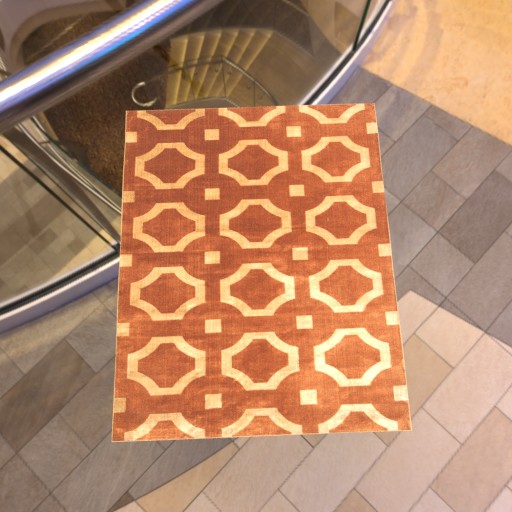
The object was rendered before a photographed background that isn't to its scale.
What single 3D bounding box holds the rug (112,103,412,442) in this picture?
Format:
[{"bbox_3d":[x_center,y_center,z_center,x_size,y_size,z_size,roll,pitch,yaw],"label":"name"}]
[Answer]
[{"bbox_3d":[0.000,0.000,4.006,2.466,0.021,3.049,-2,76,-1],"label":"rug"}]
